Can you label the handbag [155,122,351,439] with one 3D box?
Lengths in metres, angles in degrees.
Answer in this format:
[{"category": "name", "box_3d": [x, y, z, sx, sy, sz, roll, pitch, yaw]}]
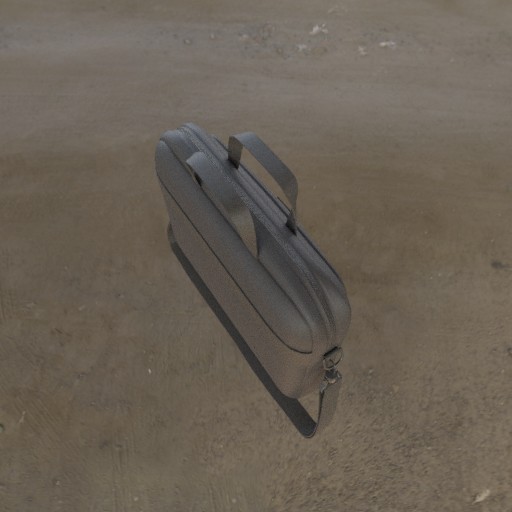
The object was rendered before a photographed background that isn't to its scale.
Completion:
[{"category": "handbag", "box_3d": [0.000, 0.000, 0.596, 0.126, 0.330, 0.429, -30, 63, -17]}]
